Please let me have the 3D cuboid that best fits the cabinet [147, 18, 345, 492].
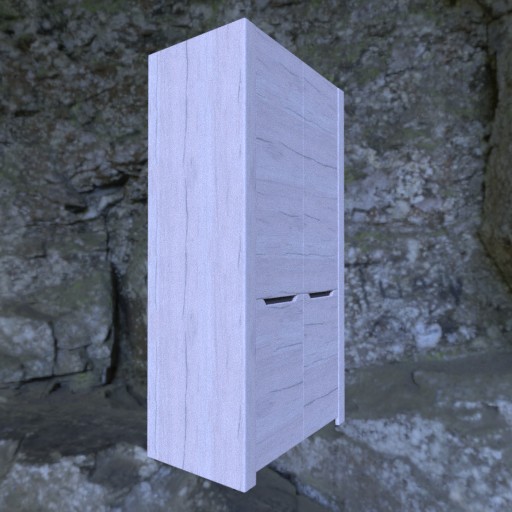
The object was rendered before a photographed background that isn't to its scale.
[{"bbox_3d":[0.000,0.000,2.360,0.580,1.930,0.980,0,-1,35],"label":"cabinet"}]
